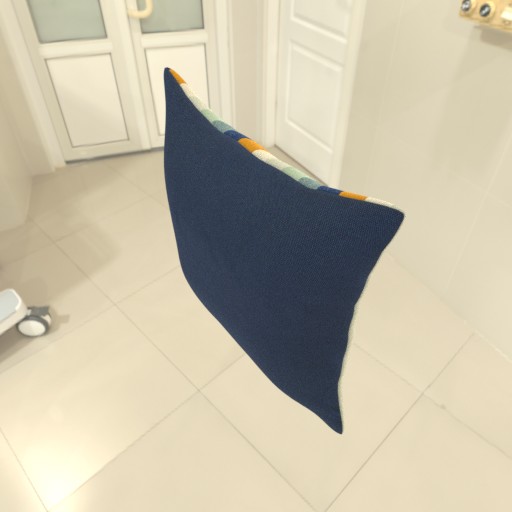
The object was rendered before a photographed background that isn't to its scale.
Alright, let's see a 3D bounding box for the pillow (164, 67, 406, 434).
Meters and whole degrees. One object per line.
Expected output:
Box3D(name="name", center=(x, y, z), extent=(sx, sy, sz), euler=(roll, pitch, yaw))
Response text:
Box3D(name="pillow", center=(0.000, 0.000, 0.703), extent=(0.173, 0.454, 0.463), euler=(-27, 49, -26))
